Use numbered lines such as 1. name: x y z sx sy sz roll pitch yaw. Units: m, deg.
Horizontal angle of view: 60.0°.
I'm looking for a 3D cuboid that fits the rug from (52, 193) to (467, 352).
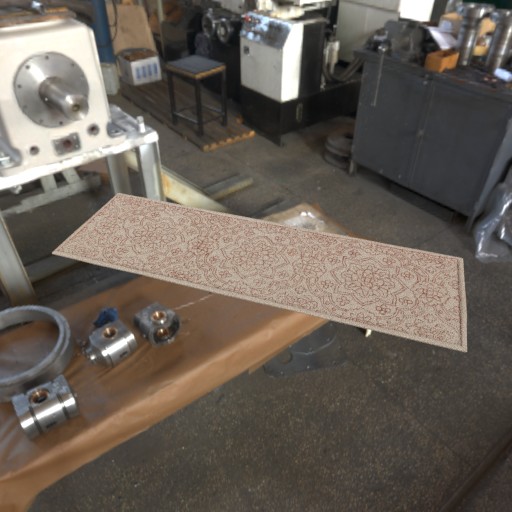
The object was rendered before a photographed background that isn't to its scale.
1. rug: 0.000 0.000 2.753 2.448 0.012 0.769 12 41 14
